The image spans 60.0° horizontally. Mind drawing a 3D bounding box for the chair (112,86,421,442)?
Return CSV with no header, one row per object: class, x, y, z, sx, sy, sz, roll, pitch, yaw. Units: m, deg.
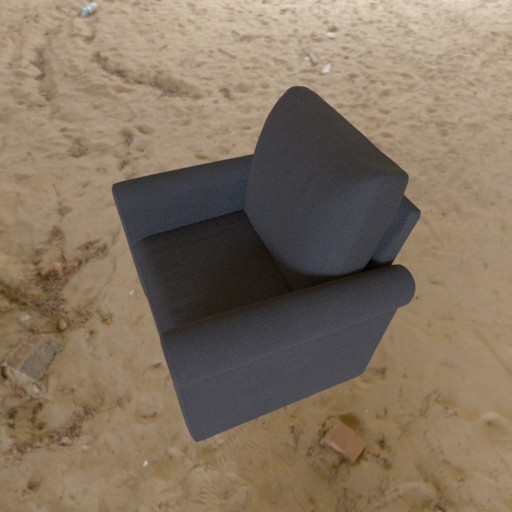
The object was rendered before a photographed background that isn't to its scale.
chair,0.000,0.000,1.600,0.828,0.942,0.867,-17,48,-16
